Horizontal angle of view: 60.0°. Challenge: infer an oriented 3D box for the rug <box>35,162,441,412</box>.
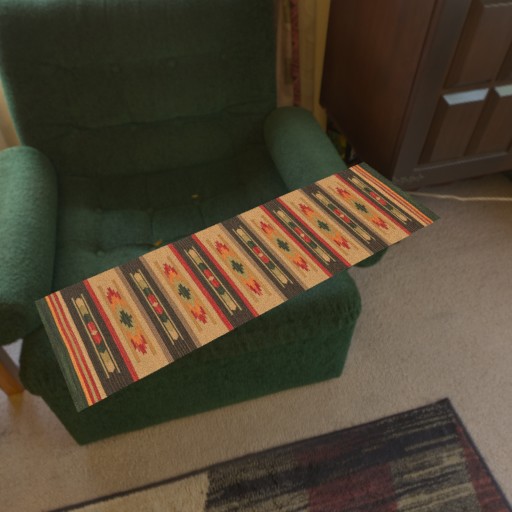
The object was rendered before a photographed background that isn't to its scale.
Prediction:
[{"bbox_3d":[0.000,0.000,2.700,2.440,0.009,0.760,-25,52,-22],"label":"rug"}]
